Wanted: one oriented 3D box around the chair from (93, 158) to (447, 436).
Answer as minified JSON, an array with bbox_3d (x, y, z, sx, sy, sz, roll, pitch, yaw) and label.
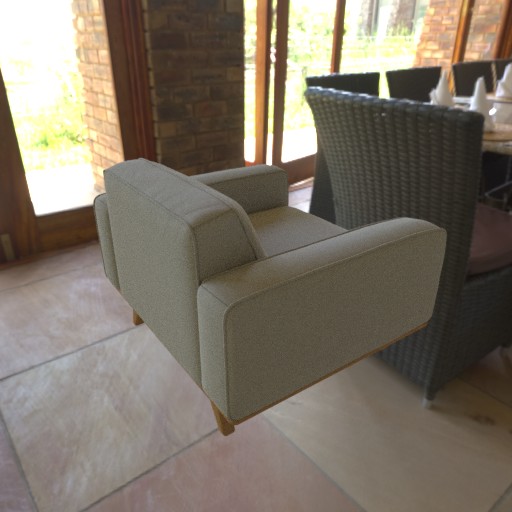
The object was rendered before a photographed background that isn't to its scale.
[{"bbox_3d":[0.000,0.000,1.804,0.953,0.779,1.115,-18,31,-31],"label":"chair"}]
